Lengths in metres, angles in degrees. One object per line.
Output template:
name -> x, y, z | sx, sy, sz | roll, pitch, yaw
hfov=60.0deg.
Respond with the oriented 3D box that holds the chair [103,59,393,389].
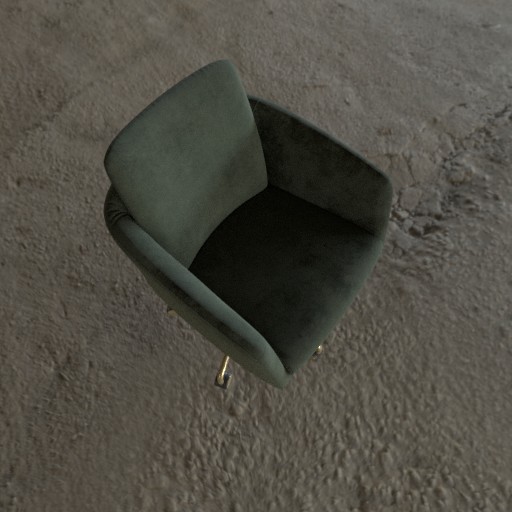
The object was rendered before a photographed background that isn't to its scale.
chair -> 0.000, 0.000, 1.353 | 0.635, 0.908, 0.641 | 33, 64, 18
